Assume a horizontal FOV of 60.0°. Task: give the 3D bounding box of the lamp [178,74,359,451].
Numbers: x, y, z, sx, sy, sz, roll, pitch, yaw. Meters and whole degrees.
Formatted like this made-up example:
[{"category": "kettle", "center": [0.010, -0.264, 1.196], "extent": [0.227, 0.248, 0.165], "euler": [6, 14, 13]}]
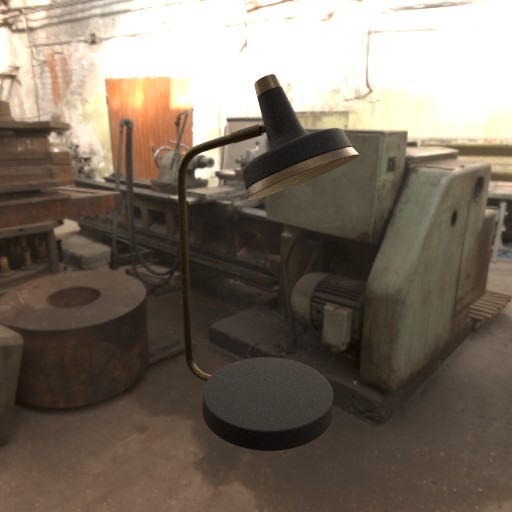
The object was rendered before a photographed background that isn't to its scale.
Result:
[{"category": "lamp", "center": [0.000, 0.000, 0.506], "extent": [0.218, 0.385, 0.162], "euler": [9, 18, 28]}]
